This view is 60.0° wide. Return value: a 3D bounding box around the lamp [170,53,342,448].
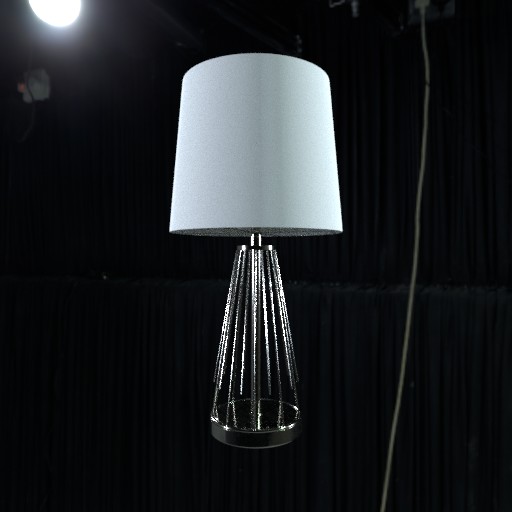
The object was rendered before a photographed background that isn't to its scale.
[{"bbox_3d":[0.000,0.000,0.792,0.303,0.618,0.303,0,0,0],"label":"lamp"}]
